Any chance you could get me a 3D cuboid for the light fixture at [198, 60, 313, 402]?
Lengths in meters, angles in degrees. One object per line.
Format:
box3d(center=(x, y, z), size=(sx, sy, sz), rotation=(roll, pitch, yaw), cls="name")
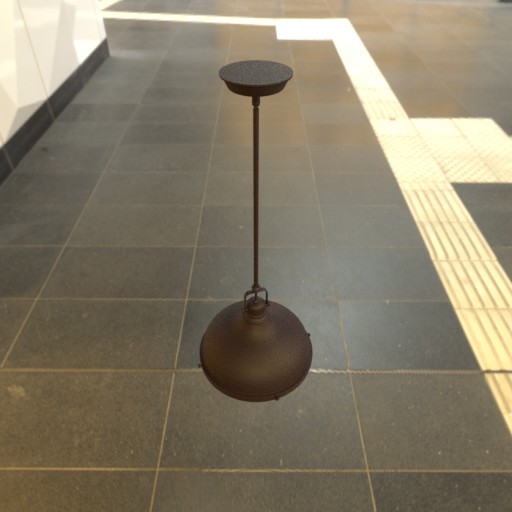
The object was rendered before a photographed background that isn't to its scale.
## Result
box3d(center=(0.000, 0.000, 1.052), size=(0.341, 0.849, 0.341), rotation=(-13, 42, -15), cls="light fixture")
